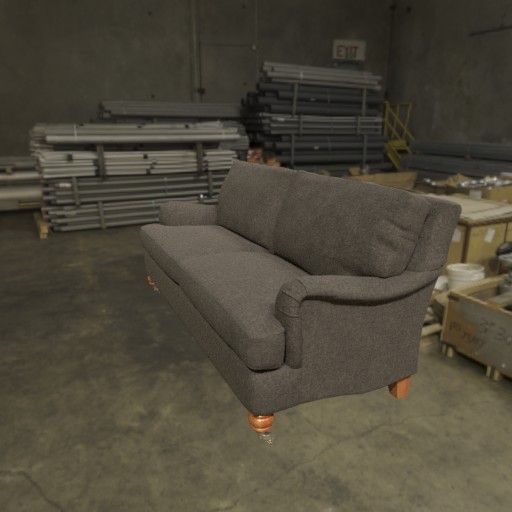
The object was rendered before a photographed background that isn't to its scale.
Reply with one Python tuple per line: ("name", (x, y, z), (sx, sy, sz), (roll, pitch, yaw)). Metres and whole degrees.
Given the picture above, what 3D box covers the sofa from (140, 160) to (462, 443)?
("sofa", (0.000, 0.000, 2.808), (1.087, 1.054, 2.160), (-8, 18, -24))
